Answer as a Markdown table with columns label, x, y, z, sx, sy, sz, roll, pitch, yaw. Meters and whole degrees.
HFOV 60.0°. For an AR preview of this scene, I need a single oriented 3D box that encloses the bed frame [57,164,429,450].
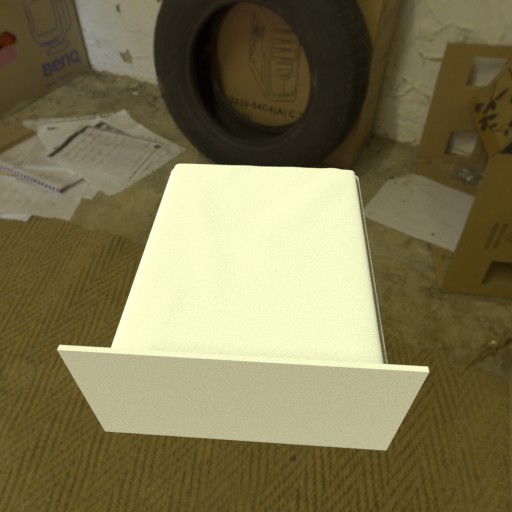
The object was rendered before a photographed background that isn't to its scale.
| label | x | y | z | sx | sy | sz | roll | pitch | yaw |
| --- | --- | --- | --- | --- | --- | --- | --- | --- | --- |
| bed frame | 0.000 | 0.000 | 2.734 | 1.490 | 0.800 | 1.950 | 3 | 46 | 3 |
